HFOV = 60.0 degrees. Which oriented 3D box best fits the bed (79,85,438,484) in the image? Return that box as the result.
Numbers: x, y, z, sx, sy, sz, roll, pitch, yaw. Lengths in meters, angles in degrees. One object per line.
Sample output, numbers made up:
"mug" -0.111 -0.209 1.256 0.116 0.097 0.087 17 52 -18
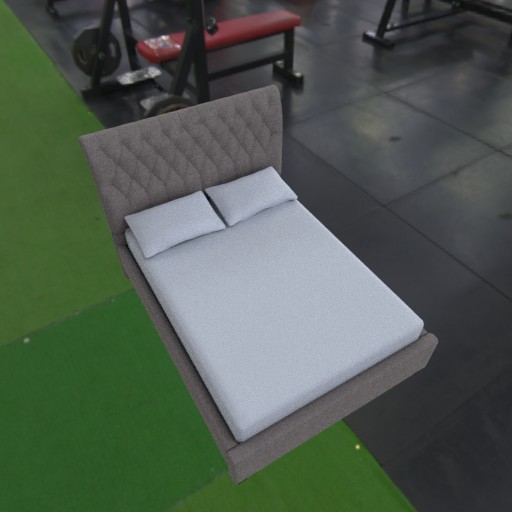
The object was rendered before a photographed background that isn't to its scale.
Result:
"bed" 0.000 0.000 3.262 1.645 1.371 2.252 -23 50 -21
